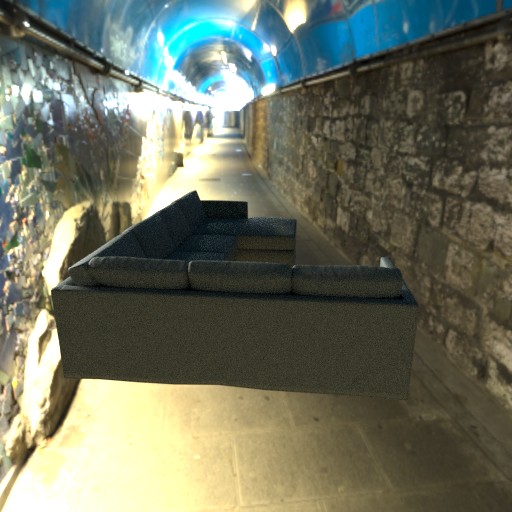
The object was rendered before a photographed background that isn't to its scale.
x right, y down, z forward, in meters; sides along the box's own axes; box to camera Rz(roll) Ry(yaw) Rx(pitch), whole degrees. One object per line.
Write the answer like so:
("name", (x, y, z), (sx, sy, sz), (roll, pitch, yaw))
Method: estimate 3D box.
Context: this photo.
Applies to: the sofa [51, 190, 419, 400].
("sofa", (0.000, 0.000, 4.562), (2.427, 0.882, 3.460), (2, 17, 6))
